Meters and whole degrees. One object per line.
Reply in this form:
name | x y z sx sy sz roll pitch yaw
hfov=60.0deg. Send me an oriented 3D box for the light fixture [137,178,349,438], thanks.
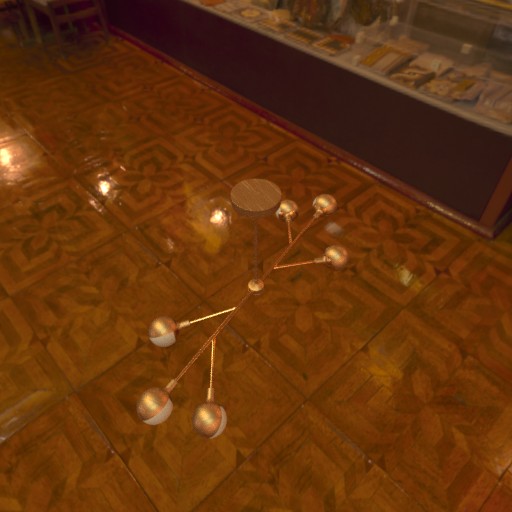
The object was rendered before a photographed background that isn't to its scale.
light fixture | 0.000 0.000 1.016 0.778 0.362 0.434 -32 55 -26
